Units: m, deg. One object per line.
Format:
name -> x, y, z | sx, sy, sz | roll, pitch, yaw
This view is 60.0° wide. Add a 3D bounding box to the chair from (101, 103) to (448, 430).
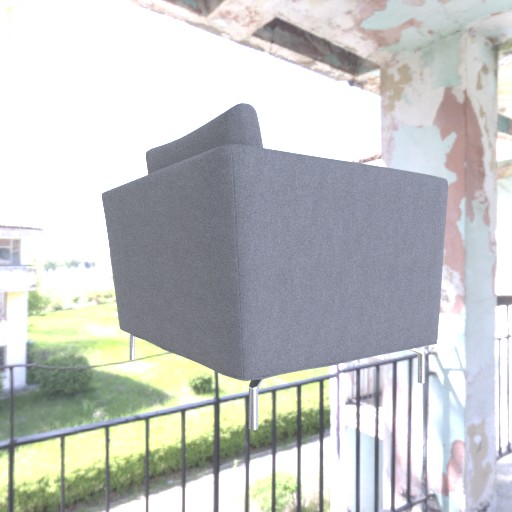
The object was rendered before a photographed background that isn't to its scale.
chair -> 0.000, 0.000, 1.662 | 0.889, 0.864, 1.041 | 0, 0, -35
